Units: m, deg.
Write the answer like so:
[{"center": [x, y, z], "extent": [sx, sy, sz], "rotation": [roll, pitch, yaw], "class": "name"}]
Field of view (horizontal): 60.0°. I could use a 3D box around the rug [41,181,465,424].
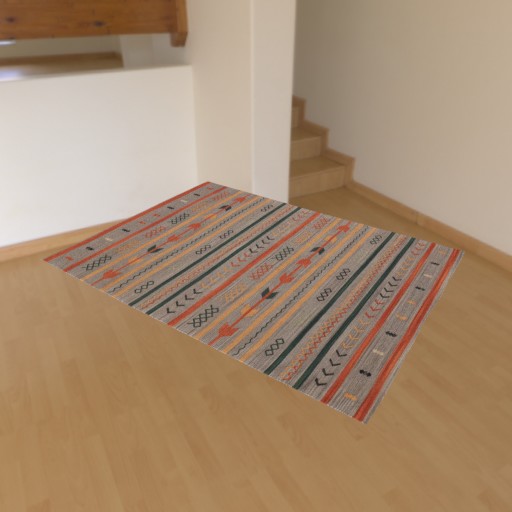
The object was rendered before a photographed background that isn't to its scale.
[{"center": [0.000, 0.000, 3.935], "extent": [3.029, 0.022, 2.263], "rotation": [20, 36, 29], "class": "rug"}]
